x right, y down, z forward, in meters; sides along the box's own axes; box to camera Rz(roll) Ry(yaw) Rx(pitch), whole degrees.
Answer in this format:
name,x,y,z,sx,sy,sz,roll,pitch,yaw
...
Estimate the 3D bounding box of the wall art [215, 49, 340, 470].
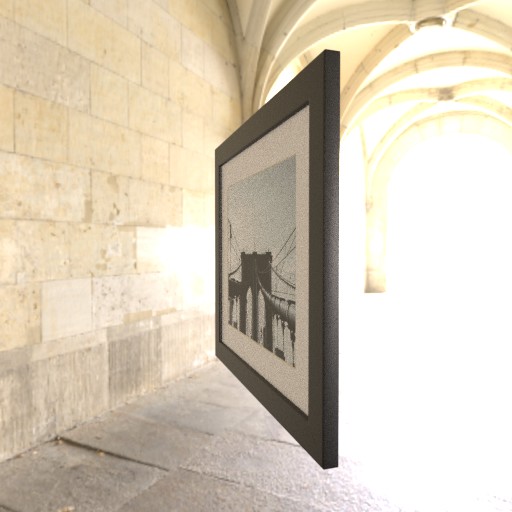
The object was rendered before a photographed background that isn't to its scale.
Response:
name,x,y,z,sx,sy,sz,roll,pitch,yaw
wall art,0.000,0.000,0.722,0.018,0.450,0.521,0,2,-18
